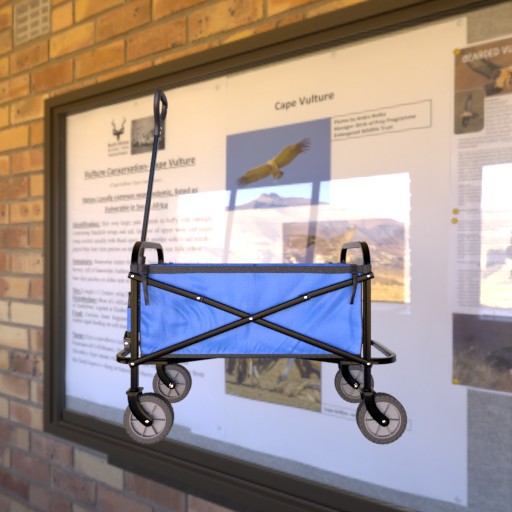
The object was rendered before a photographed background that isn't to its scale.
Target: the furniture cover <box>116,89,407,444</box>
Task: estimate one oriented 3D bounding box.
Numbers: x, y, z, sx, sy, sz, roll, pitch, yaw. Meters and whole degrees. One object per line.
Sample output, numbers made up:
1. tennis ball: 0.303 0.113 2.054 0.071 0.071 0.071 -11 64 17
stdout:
1. furniture cover: 0.000 0.000 1.753 1.038 1.295 0.532 0 0 0
